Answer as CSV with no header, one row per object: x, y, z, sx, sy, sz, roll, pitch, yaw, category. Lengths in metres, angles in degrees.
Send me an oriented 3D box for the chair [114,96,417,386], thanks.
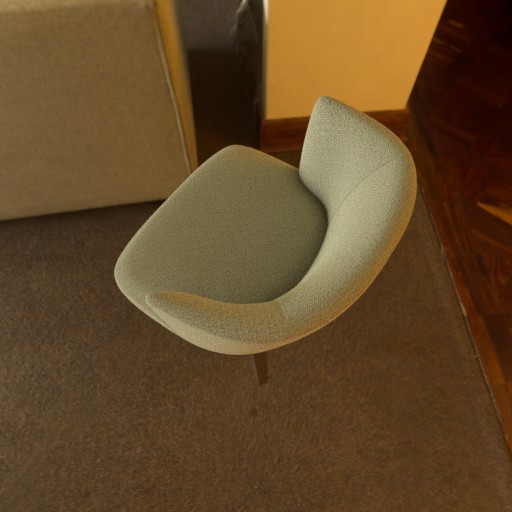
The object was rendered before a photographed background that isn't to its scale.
0.000,0.000,1.303,0.660,0.760,0.700,32,67,15,chair
